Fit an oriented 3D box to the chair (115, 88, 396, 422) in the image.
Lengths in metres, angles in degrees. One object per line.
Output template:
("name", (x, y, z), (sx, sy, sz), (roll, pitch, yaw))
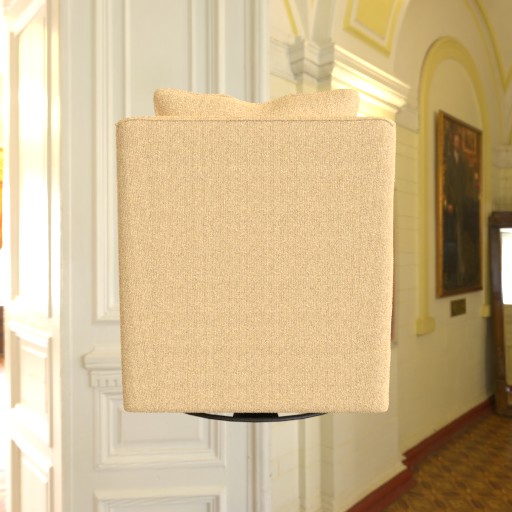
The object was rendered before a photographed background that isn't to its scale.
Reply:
("chair", (0.000, 0.000, 1.579), (0.760, 0.927, 0.876), (0, 0, 0))
